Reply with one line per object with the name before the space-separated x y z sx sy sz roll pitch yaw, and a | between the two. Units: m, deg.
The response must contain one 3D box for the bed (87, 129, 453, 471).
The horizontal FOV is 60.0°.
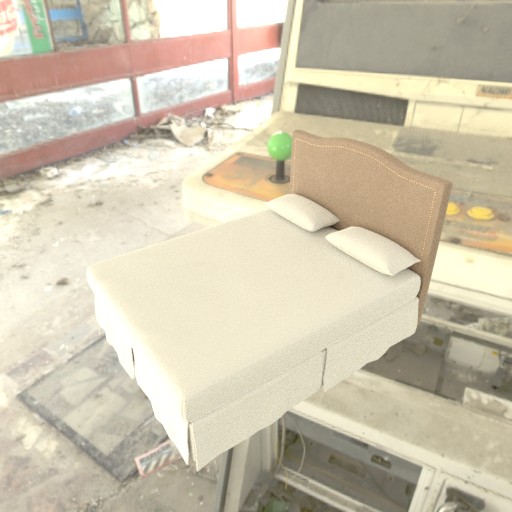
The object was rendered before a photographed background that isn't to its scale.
bed | 0.000 0.000 3.516 2.282 1.436 1.821 -20 37 -30
